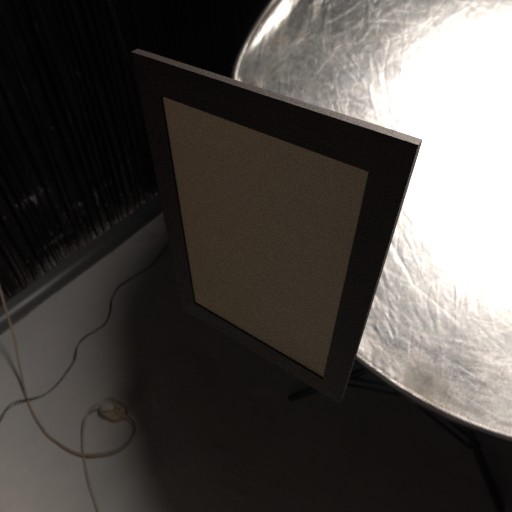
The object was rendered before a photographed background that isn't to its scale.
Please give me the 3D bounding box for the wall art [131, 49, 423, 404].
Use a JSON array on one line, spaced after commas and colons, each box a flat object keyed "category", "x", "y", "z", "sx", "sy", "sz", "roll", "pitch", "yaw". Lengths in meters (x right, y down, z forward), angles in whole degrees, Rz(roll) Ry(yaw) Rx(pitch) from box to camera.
[{"category": "wall art", "x": 0.000, "y": 0.000, "z": 0.650, "sx": 0.359, "sy": 0.508, "sz": 0.013, "roll": 27, "pitch": 52, "yaw": 23}]
